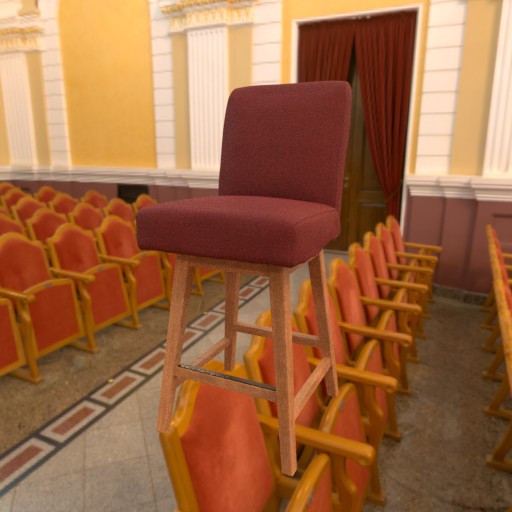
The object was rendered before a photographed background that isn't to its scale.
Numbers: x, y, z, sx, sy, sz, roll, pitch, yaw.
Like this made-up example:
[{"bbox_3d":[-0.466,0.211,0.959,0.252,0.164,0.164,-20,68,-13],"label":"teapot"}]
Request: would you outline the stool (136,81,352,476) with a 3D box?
[{"bbox_3d":[0.000,0.000,1.340,0.468,1.038,0.562,7,15,25],"label":"stool"}]
